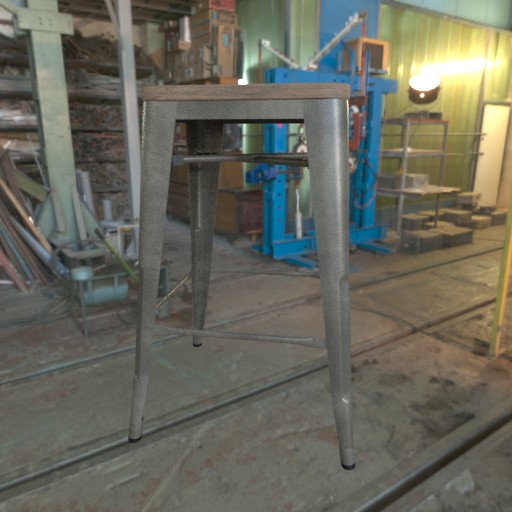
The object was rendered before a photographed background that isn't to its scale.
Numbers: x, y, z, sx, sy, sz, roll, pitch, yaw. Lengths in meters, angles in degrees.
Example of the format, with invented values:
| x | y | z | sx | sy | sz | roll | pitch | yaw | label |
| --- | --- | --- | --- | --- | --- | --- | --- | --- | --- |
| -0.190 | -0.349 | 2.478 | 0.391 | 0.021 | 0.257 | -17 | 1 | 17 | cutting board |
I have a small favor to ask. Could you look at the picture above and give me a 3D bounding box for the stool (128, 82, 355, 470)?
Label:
| x | y | z | sx | sy | sz | roll | pitch | yaw | label |
| --- | --- | --- | --- | --- | --- | --- | --- | --- | --- |
| 0.000 | 0.000 | 0.879 | 0.407 | 0.607 | 0.407 | 3 | 16 | 10 | stool |
